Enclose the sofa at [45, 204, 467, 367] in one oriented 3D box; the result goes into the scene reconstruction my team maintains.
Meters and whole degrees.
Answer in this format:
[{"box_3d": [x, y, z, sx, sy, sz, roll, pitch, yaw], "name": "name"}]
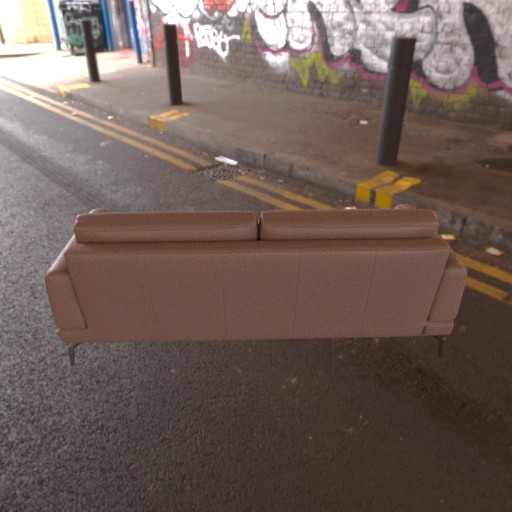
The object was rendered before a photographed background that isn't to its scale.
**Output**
[{"box_3d": [0.000, 0.000, 2.414, 1.940, 0.765, 0.974, -1, 30, -2], "name": "sofa"}]
